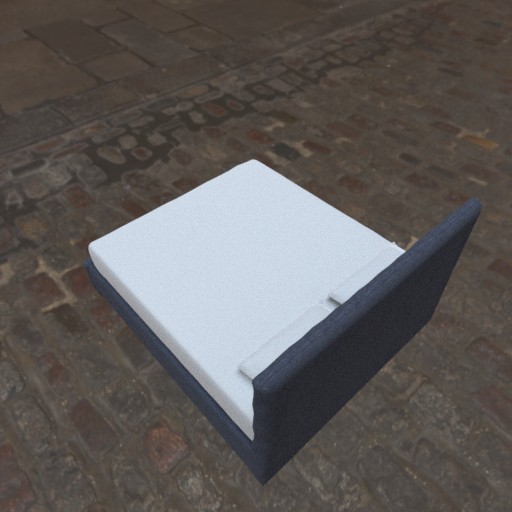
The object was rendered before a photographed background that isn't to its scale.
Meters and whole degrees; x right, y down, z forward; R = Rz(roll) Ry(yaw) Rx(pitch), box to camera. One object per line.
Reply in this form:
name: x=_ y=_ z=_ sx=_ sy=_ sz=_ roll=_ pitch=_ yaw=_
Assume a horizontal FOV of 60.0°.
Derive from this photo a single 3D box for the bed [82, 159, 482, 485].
bed: x=0.000 y=0.000 z=3.630 sx=2.078 sy=1.427 sz=2.387 roll=-33 pitch=55 yaw=-28
